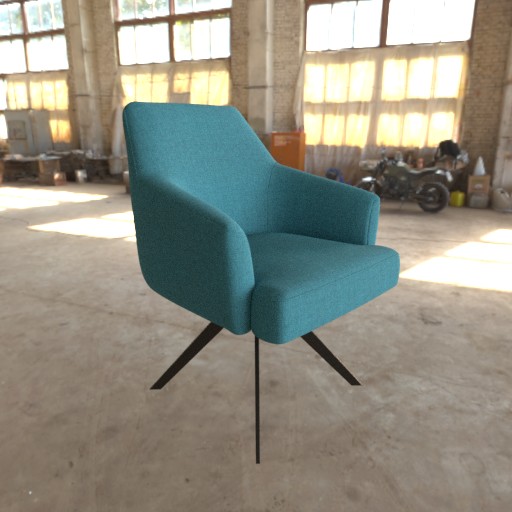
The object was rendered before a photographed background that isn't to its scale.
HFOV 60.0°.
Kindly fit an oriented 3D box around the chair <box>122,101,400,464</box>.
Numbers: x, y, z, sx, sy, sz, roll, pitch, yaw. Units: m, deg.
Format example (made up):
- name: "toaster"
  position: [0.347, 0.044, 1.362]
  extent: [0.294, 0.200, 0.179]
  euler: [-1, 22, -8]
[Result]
- name: "chair"
  position: [0.000, 0.000, 1.309]
  extent: [0.677, 0.874, 0.642]
  euler: [15, 22, 42]
